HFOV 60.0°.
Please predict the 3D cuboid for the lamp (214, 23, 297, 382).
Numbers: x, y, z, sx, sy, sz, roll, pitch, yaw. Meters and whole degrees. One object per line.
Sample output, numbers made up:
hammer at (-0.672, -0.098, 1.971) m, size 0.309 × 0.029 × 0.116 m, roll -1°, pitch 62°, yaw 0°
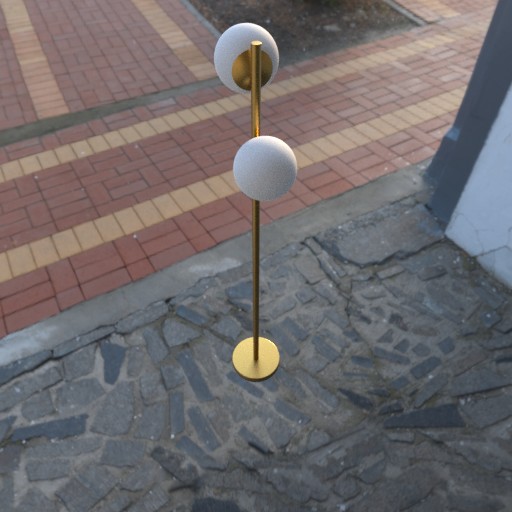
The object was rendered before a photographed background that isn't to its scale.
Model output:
lamp at (0.000, 0.000, 1.754) m, size 0.249 × 1.641 × 0.419 m, roll -10°, pitch 48°, yaw -10°
